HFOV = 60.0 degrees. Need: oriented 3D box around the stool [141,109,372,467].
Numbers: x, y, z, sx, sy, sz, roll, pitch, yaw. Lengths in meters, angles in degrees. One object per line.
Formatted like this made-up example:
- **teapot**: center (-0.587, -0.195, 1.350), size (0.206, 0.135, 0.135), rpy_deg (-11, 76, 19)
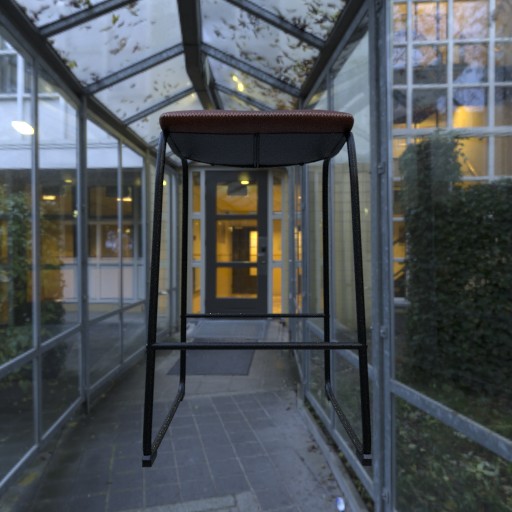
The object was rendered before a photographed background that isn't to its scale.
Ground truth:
- **stool**: center (0.000, 0.000, 1.097), size (0.454, 0.830, 0.473), rpy_deg (0, 1, -1)
